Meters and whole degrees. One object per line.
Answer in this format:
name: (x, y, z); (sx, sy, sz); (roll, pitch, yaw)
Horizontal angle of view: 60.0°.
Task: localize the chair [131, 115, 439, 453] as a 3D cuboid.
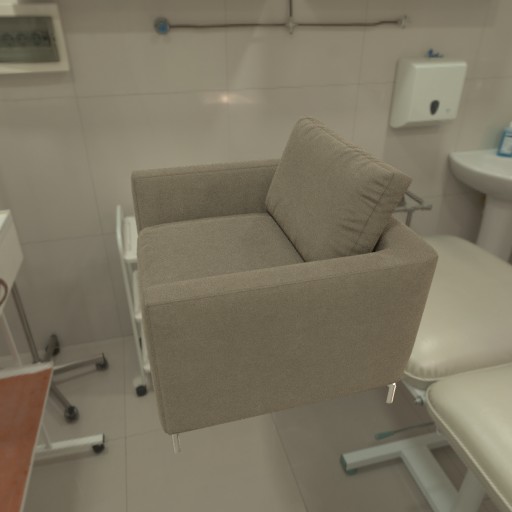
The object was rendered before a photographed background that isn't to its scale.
chair: (0.000, 0.000, 1.690); (0.889, 0.864, 1.041); (-8, 31, -13)
